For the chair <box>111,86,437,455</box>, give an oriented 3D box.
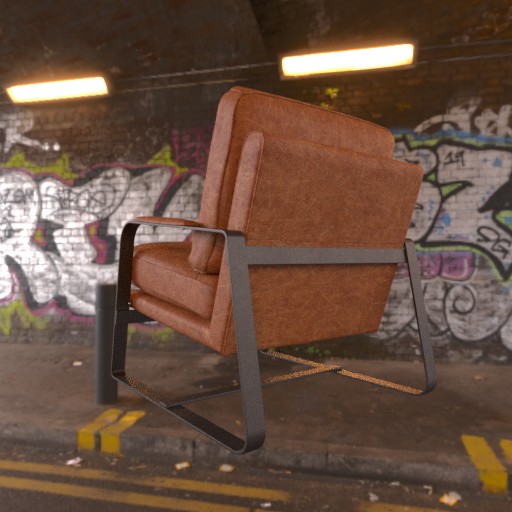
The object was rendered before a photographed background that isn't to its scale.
[{"bbox_3d":[0.000,0.000,1.346,0.651,0.777,0.801,0,0,-37],"label":"chair"}]
